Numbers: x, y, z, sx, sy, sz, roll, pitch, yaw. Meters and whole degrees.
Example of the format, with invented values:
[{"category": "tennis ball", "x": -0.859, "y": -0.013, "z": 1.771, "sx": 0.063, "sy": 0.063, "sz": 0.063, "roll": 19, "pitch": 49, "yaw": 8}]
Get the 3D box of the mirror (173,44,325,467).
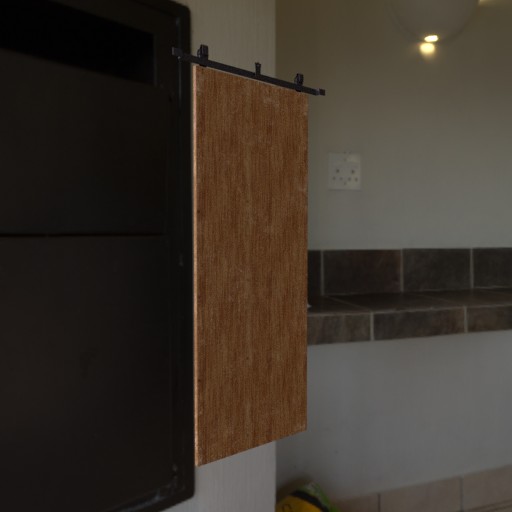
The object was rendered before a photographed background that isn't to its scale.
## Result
[{"category": "mirror", "x": 0.000, "y": 0.000, "z": 2.059, "sx": 0.847, "sy": 1.793, "sz": 0.042, "roll": -1, "pitch": 2, "yaw": -36}]
